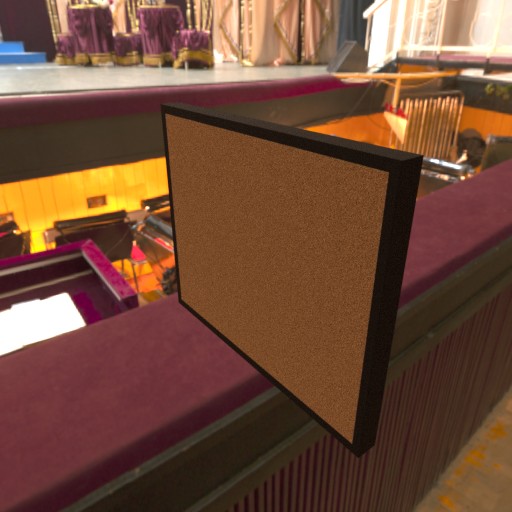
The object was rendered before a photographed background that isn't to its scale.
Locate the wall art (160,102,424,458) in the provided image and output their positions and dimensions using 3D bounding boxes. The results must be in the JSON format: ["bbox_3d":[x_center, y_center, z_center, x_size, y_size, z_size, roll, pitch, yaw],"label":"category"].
[{"bbox_3d":[0.000,0.000,0.556,0.028,0.325,0.397,-19,32,-33],"label":"wall art"}]
